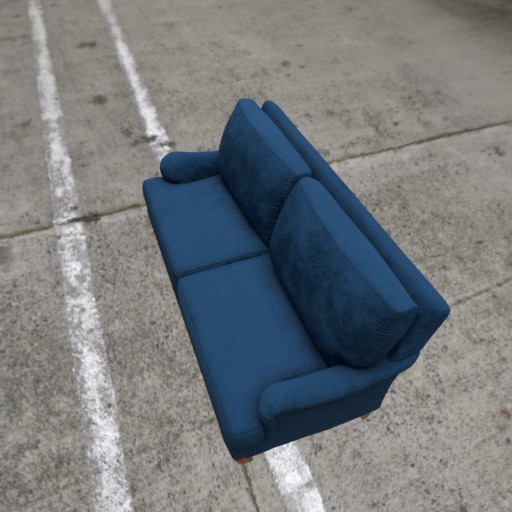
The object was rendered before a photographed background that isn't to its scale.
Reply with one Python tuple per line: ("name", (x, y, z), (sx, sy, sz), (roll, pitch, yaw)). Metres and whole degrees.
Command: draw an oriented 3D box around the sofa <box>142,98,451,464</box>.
("sofa", (0.000, 0.000, 2.808), (1.084, 1.101, 2.141), (-16, 49, -14))
